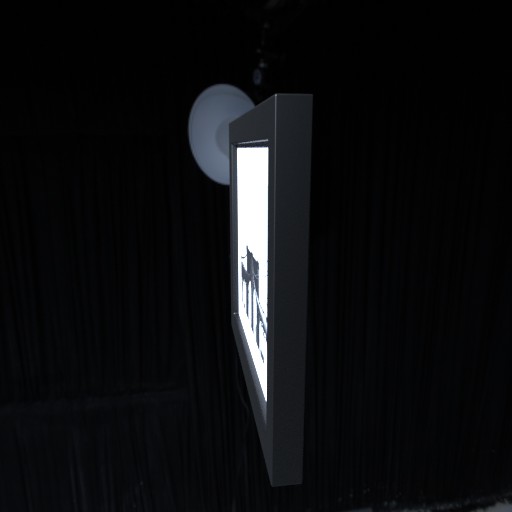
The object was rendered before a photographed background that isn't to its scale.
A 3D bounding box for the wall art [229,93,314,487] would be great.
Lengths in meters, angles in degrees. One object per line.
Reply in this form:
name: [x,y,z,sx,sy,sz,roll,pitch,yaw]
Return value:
wall art: [0.000,0.000,0.539,0.028,0.330,0.380,-2,14,-8]
